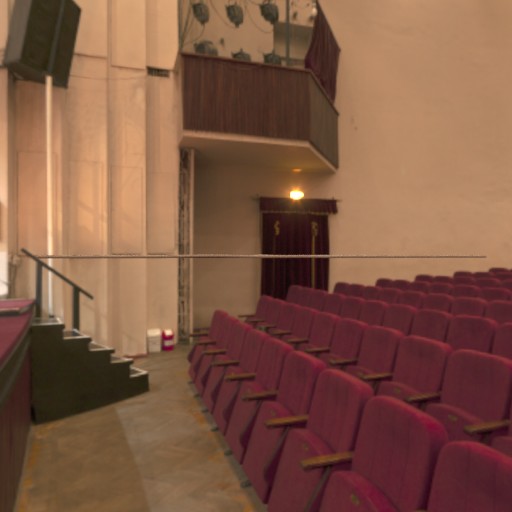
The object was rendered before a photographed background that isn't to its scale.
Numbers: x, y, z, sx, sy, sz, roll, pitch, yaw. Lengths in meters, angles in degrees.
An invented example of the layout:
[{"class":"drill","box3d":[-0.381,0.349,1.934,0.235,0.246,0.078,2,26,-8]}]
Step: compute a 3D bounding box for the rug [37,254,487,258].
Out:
[{"class":"rug","box3d":[0.000,0.000,1.057,0.867,0.007,0.515,0,0,-17]}]
